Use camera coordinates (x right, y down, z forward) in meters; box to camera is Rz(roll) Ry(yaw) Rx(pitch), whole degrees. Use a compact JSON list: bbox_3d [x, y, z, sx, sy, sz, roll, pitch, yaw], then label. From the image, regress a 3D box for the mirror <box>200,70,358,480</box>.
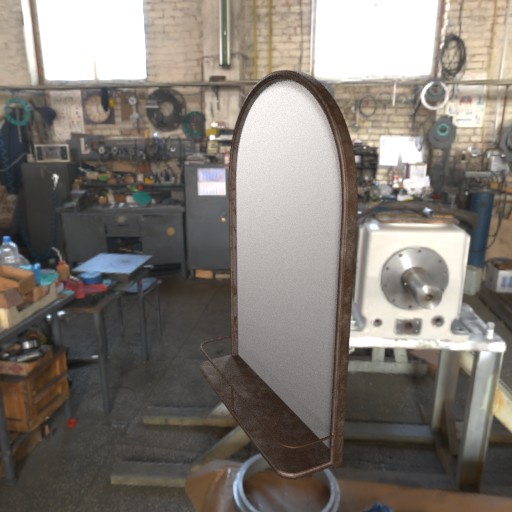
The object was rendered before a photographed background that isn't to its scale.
[{"bbox_3d":[0.000,0.000,0.984,0.137,0.770,0.510,-7,17,-26],"label":"mirror"}]
